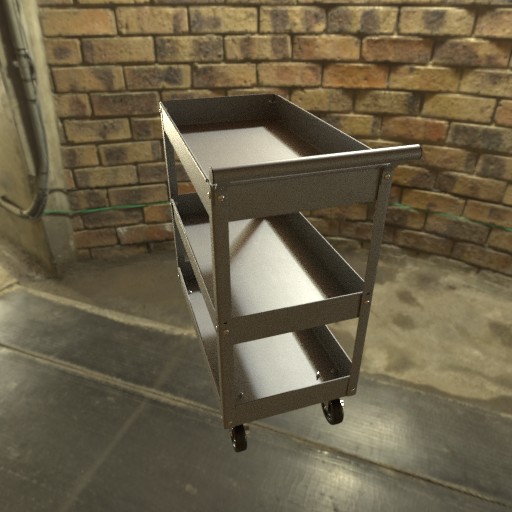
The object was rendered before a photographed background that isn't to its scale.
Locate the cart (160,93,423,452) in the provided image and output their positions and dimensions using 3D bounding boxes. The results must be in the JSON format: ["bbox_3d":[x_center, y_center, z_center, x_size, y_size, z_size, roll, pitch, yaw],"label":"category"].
[{"bbox_3d":[0.000,0.000,1.195,0.366,0.780,0.719,-9,33,-15],"label":"cart"}]
